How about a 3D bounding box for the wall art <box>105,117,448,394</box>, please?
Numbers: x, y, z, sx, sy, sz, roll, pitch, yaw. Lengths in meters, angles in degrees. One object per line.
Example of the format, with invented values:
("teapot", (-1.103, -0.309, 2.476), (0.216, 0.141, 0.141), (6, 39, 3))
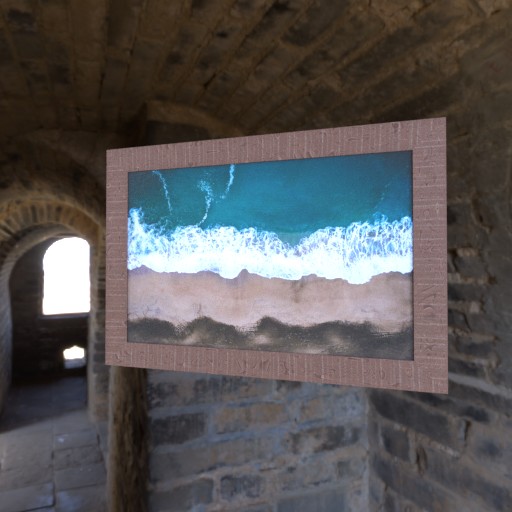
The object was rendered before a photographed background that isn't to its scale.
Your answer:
("wall art", (0.000, 0.000, 1.157), (0.917, 0.626, 0.019), (0, -1, 19))
